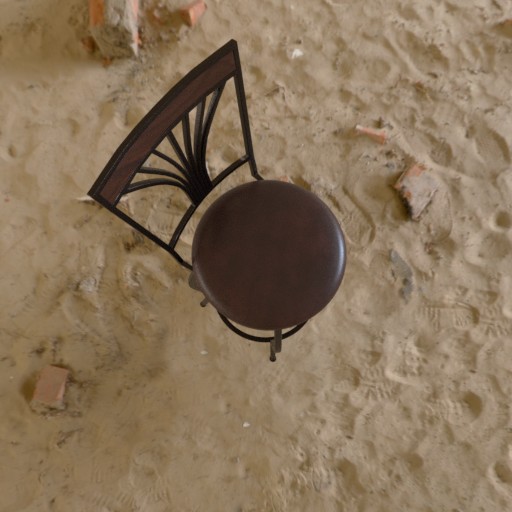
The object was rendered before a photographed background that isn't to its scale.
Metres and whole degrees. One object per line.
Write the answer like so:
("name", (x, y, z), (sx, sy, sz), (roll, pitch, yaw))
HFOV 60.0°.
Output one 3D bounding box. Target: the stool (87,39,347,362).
("stool", (0.000, 0.000, 1.362), (0.514, 1.117, 0.433), (37, 78, 9))
